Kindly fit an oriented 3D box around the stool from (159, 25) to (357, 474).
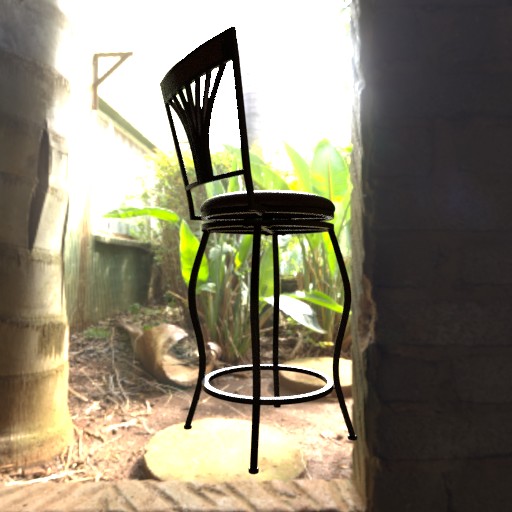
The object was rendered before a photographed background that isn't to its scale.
[{"bbox_3d":[0.000,0.000,1.377,0.514,1.117,0.433,1,-1,-36],"label":"stool"}]
